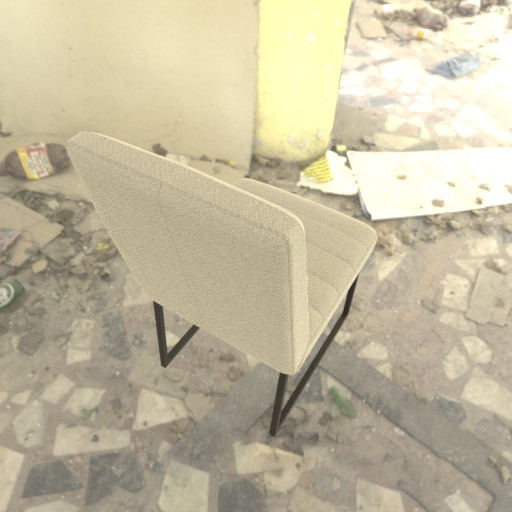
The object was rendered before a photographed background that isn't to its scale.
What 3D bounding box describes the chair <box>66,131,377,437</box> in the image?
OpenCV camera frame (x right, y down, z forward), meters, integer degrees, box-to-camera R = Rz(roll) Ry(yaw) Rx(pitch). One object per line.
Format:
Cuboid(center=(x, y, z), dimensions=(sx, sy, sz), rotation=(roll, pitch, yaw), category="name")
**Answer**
Cuboid(center=(0.000, 0.000, 1.273), dimensions=(0.520, 0.930, 0.634), rotation=(25, 52, 22), category="chair")
